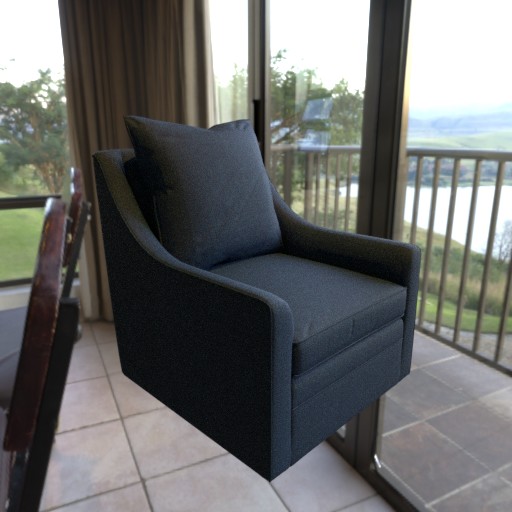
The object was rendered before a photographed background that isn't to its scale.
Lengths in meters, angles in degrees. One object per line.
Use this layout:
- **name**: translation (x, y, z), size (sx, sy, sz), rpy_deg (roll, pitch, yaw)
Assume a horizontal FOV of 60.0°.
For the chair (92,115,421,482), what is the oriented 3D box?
- **chair**: translation (0.000, 0.000, 1.550), size (0.750, 0.939, 0.870), rpy_deg (-15, 21, -43)
